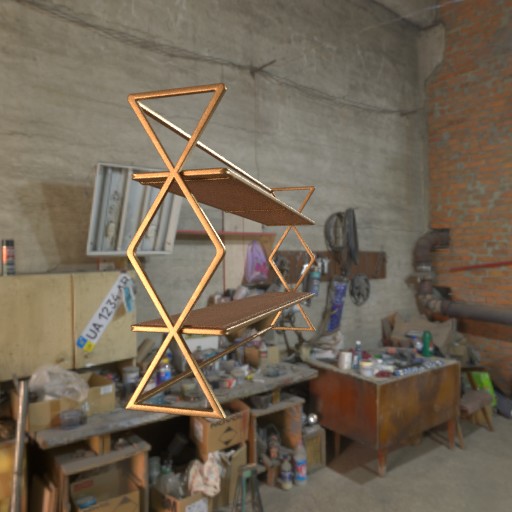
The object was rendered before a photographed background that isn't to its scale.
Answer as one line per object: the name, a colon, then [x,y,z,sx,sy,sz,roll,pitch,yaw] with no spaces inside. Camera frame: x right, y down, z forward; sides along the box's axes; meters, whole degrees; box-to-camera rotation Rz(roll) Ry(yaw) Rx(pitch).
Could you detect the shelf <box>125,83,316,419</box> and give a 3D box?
shelf: [0.000,0.000,1.005,0.150,0.450,0.822,0,-1,16]
